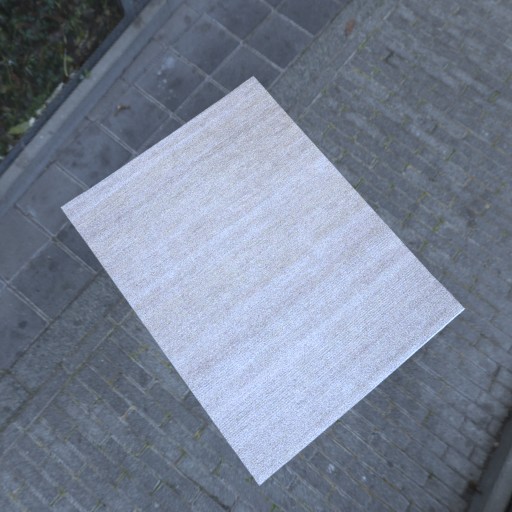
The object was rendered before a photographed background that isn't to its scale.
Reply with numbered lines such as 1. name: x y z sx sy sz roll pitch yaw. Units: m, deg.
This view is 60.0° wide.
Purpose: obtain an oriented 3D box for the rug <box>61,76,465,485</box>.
1. rug: 0.000 0.000 4.299 2.467 0.046 3.245 -37 78 -9
